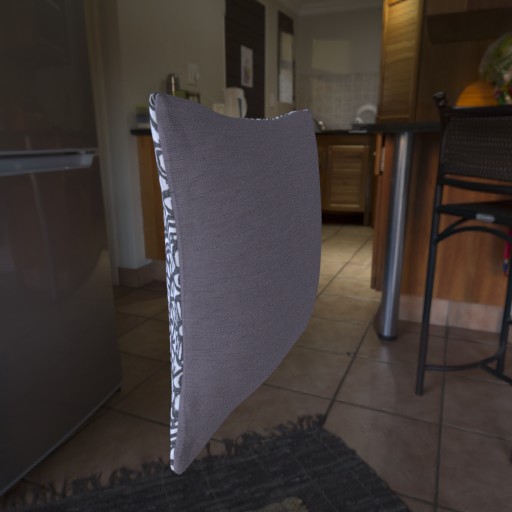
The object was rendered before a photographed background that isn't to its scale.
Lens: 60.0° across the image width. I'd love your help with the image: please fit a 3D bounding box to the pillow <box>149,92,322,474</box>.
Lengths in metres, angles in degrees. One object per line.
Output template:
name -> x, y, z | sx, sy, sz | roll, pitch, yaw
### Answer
pillow -> 0.000, 0.000, 0.638 | 0.148, 0.417, 0.436 | 8, 18, 25
